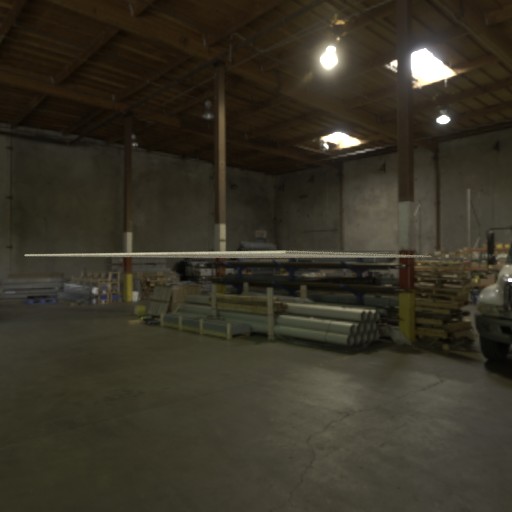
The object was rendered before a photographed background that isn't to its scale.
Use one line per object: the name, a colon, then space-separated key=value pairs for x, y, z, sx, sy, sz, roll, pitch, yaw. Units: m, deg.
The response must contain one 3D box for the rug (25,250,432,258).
rug: x=0.000 y=0.000 z=4.130 sx=2.438 sy=0.013 sz=3.048 roll=0 pitch=-1 yaw=34
